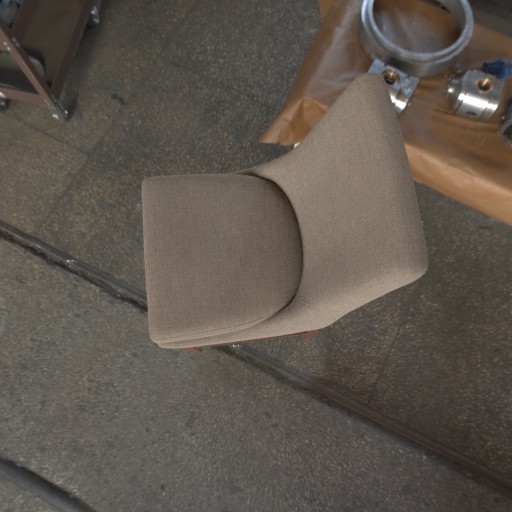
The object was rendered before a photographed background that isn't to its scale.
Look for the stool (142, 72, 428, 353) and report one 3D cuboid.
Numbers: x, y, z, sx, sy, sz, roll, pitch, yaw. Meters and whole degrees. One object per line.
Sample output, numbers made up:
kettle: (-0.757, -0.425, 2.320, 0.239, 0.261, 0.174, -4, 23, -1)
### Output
stool: (0.000, 0.000, 1.255, 0.577, 0.981, 0.470, -6, 74, -2)
